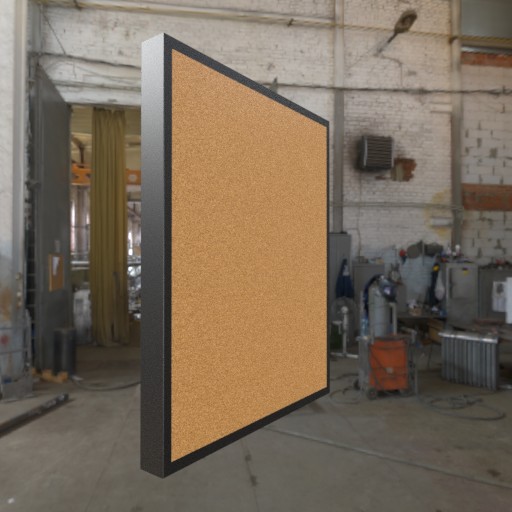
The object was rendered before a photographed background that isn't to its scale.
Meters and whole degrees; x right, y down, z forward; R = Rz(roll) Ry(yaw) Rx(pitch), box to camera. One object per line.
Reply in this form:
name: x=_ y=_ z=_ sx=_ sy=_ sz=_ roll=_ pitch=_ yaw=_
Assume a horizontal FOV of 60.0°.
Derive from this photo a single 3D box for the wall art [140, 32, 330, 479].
wall art: x=0.000 y=0.000 z=0.493 sx=0.030 sy=0.369 sz=0.294 roll=0 pitch=-1 yaw=37
